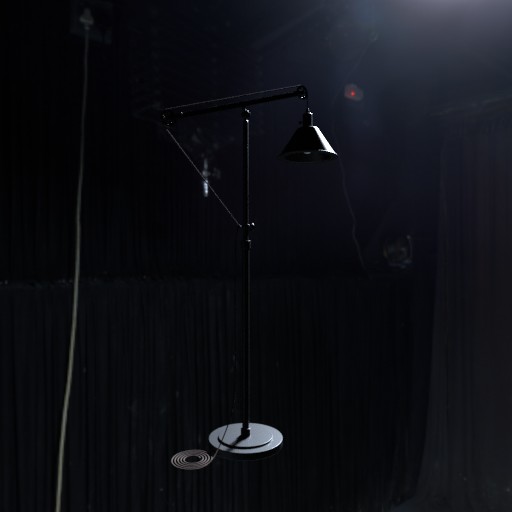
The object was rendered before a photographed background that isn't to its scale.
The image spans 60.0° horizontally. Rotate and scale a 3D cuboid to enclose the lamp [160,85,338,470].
[{"bbox_3d":[0.000,0.000,1.951,0.904,1.626,0.319,0,0,-36],"label":"lamp"}]
